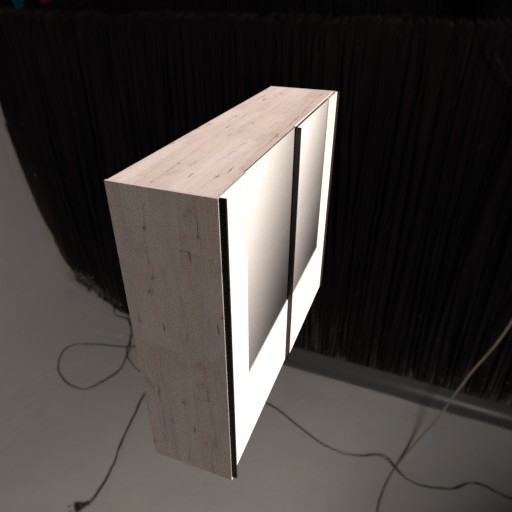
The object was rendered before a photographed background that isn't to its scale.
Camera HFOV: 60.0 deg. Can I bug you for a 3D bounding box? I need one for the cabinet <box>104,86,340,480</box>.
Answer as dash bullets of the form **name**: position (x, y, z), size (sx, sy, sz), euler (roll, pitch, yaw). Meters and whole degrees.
- **cabinet**: position (0.000, 0.000, 3.662), size (0.660, 2.180, 2.500), euler (11, 33, 18)
